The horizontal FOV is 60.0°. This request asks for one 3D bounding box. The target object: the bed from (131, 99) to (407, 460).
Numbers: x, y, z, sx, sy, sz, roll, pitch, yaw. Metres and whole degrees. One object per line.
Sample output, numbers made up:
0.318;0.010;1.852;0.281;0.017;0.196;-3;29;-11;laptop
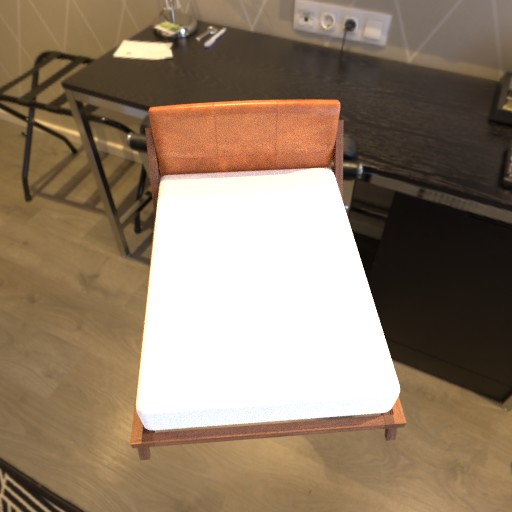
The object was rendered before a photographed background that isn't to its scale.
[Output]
0.000;0.000;3.182;1.651;1.168;2.311;-3;48;-3;bed
